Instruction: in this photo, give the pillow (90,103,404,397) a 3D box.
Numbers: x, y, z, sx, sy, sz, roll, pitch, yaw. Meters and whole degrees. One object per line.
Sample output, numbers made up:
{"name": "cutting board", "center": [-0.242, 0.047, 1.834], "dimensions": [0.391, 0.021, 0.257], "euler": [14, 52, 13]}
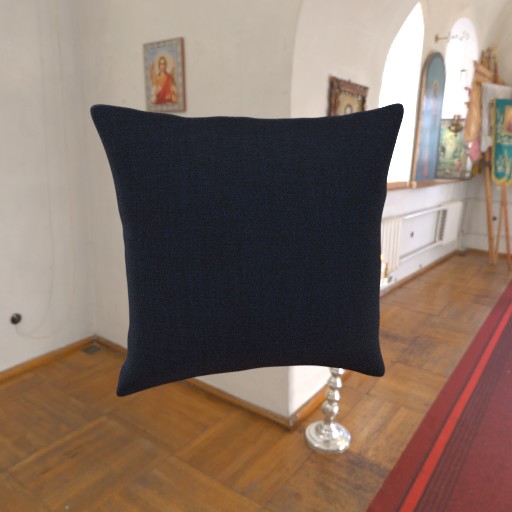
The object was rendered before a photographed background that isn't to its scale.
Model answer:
{"name": "pillow", "center": [0.000, 0.000, 0.651], "dimensions": [0.431, 0.431, 0.141], "euler": [-2, 15, -8]}
